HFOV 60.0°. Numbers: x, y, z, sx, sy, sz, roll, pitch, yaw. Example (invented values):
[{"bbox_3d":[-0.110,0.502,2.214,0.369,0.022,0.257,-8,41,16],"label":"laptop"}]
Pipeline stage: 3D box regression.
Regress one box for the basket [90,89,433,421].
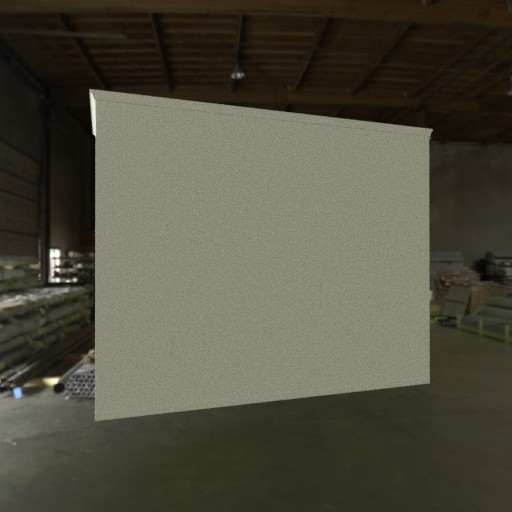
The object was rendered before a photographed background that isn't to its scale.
[{"bbox_3d":[0.000,0.000,1.139,0.792,0.625,0.376,0,0,-19],"label":"basket"}]
